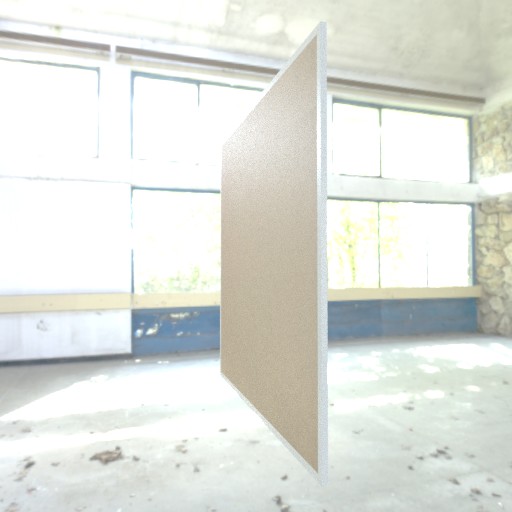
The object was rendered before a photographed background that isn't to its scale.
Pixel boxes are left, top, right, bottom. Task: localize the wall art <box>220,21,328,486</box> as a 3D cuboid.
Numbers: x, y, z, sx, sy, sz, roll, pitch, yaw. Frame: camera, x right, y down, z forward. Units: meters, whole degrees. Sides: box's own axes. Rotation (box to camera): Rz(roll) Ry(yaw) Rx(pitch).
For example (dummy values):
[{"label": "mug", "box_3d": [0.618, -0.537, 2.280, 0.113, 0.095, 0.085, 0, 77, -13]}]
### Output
[{"label": "wall art", "box_3d": [0.000, 0.000, 1.159, 0.012, 0.809, 0.809, 0, -1, -17]}]
